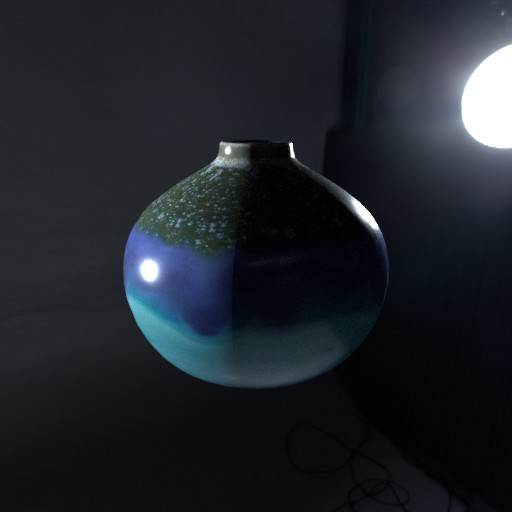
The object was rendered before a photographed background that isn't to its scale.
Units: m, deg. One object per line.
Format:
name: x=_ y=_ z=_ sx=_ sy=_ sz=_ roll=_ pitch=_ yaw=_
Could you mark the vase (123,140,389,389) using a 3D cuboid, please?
vase: x=0.000 y=0.000 z=0.265 sx=0.154 sy=0.133 sz=0.154 roll=0 pitch=17 yaw=0
